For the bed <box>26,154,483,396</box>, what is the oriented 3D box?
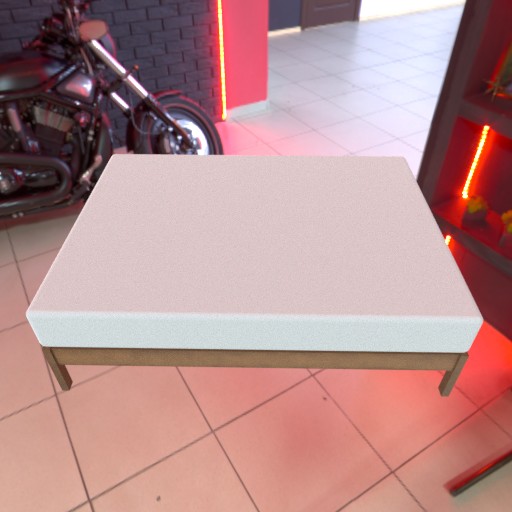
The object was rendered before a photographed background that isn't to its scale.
[{"bbox_3d":[0.000,0.000,2.717,2.050,0.593,1.529,1,41,1],"label":"bed"}]
